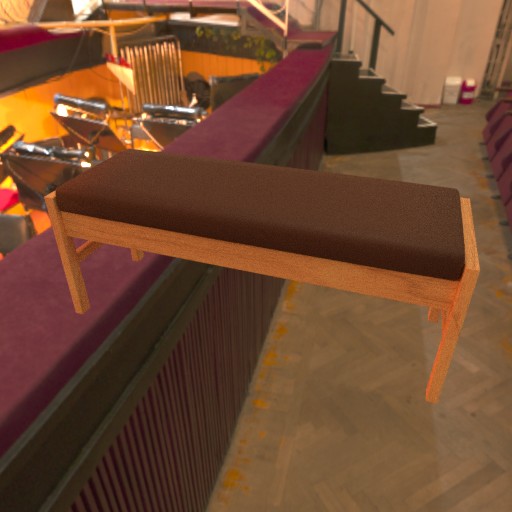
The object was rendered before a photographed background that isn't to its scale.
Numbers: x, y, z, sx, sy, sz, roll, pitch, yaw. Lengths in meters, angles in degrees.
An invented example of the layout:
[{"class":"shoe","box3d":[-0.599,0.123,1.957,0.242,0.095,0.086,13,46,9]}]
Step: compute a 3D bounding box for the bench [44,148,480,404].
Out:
[{"class":"bench","box3d":[0.000,0.000,1.426,1.200,0.480,0.405,10,33,16]}]
